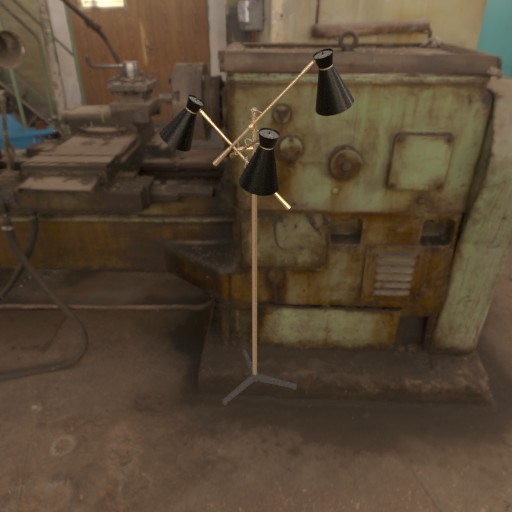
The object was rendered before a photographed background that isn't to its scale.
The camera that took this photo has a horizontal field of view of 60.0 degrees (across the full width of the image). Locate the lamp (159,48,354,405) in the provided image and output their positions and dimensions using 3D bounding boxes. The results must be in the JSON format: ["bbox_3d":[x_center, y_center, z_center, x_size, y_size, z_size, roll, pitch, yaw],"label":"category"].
[{"bbox_3d":[0.000,0.000,2.115,0.750,1.804,0.653,-8,31,-14],"label":"lamp"}]
